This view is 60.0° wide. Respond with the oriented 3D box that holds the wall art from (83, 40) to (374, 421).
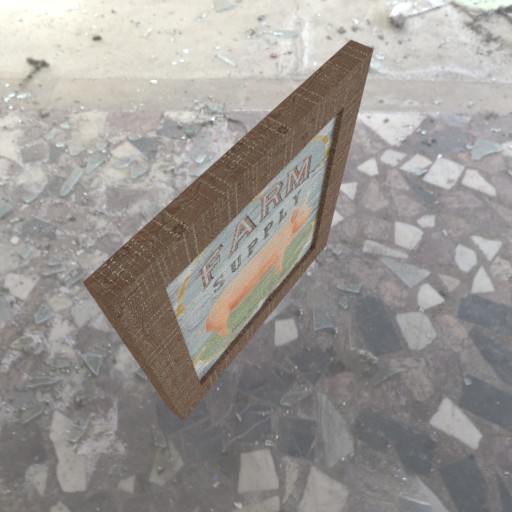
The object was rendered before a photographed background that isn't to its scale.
[{"bbox_3d":[0.000,0.000,0.782,0.040,0.531,0.531,33,63,19],"label":"wall art"}]
